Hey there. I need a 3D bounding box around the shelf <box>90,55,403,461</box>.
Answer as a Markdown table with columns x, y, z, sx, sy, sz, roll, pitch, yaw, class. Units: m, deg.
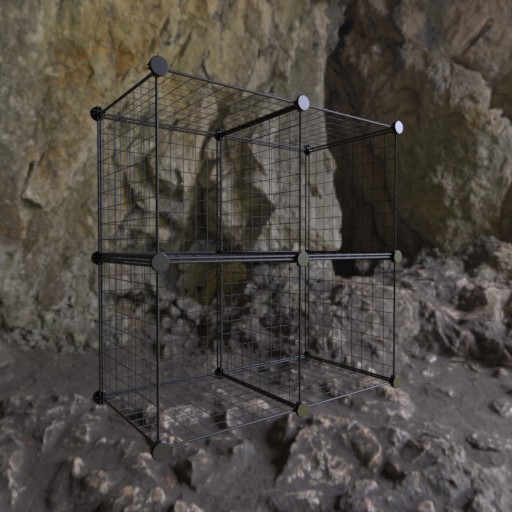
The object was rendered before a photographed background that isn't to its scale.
| x | y | z | sx | sy | sz | roll | pitch | yaw | class |
| --- | --- | --- | --- | --- | --- | --- | --- | --- | --- |
| 0.000 | 0.000 | 1.121 | 0.711 | 0.711 | 0.356 | -1 | 2 | -36 | shelf |
